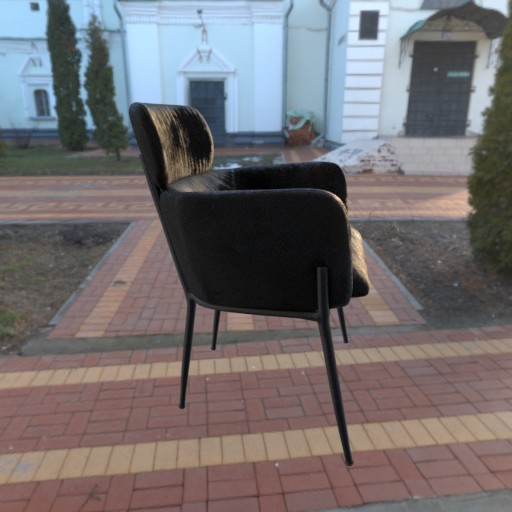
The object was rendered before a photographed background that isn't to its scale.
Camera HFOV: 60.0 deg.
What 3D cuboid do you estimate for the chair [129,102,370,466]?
[{"bbox_3d":[0.000,0.000,1.252,0.604,0.818,0.640,3,18,10],"label":"chair"}]
